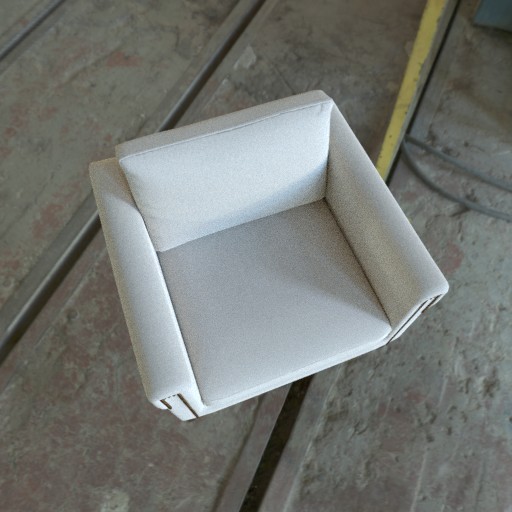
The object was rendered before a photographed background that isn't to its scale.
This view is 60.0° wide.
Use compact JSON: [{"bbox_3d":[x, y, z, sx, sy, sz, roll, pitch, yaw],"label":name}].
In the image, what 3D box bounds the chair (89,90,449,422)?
[{"bbox_3d":[0.000,0.000,1.676,0.982,0.915,0.896,-18,64,-9],"label":"chair"}]
